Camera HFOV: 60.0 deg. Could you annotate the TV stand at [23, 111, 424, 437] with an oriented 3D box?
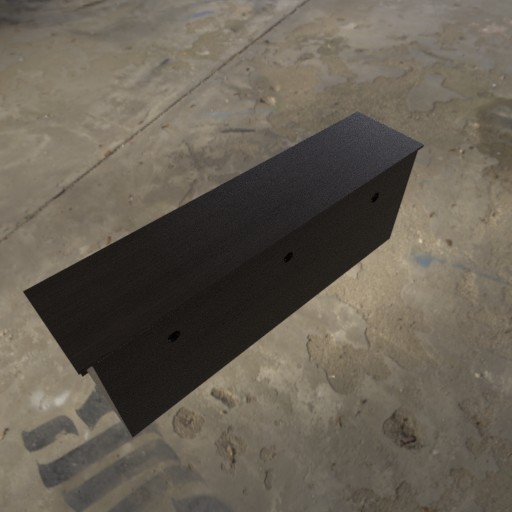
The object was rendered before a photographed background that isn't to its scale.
[{"bbox_3d":[0.000,0.000,2.039,1.778,0.610,0.406,-33,56,-26],"label":"TV stand"}]
